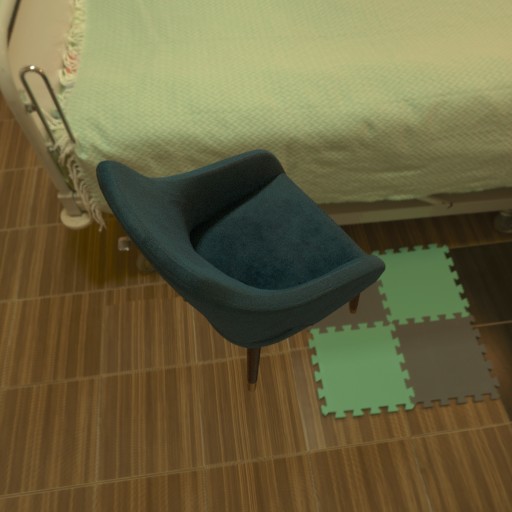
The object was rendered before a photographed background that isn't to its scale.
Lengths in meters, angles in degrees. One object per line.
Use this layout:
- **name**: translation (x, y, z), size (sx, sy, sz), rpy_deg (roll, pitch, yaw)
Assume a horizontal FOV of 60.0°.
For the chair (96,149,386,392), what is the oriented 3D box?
- **chair**: translation (0.000, 0.000, 1.642), size (0.794, 1.081, 0.683), rpy_deg (-33, 64, -18)
